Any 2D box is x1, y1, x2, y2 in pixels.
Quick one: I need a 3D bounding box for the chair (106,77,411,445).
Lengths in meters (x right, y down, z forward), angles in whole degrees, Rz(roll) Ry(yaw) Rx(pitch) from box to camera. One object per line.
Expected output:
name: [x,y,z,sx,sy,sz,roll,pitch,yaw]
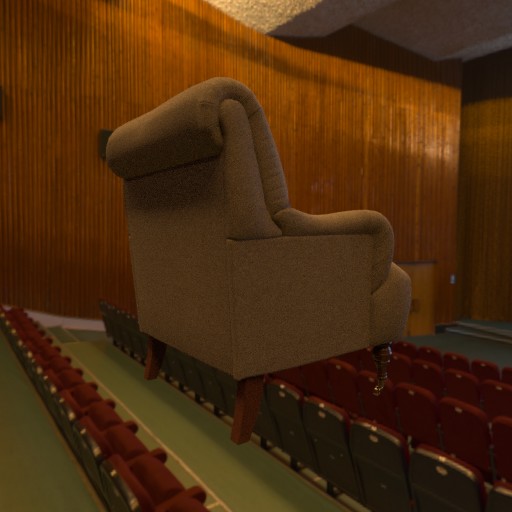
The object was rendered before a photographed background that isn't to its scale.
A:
chair: [0.000,0.000,1.567,0.843,0.942,0.766,-2,4,-36]
